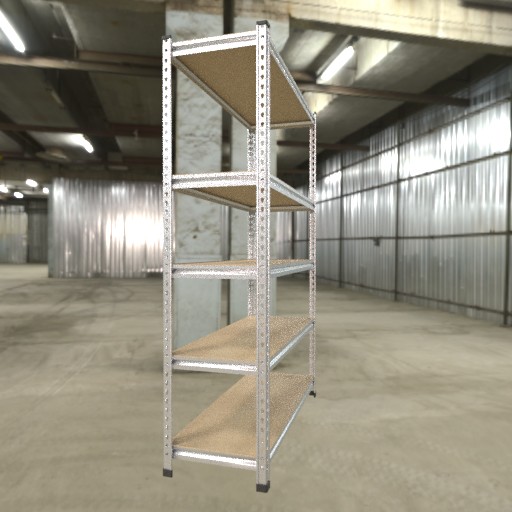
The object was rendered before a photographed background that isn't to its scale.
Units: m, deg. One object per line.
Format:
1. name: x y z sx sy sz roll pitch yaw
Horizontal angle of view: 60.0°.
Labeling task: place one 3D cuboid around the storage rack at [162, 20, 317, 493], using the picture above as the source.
1. storage rack: 0.000 0.000 2.360 0.457 1.829 1.219 0 1 17
